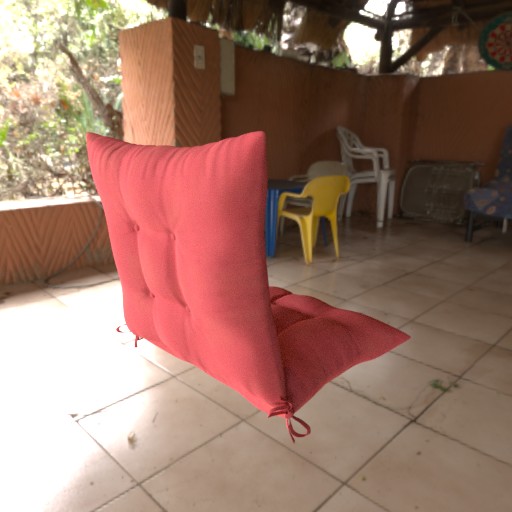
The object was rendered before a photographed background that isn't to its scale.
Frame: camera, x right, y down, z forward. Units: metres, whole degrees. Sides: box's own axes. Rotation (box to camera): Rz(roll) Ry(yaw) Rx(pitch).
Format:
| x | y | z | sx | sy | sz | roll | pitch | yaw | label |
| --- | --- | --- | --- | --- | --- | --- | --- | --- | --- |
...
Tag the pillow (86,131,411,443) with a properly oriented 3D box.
| x | y | z | sx | sy | sz | roll | pitch | yaw | label |
| --- | --- | --- | --- | --- | --- | --- | --- | --- | --- |
| 0.000 | 0.000 | 0.995 | 0.541 | 0.536 | 0.585 | 14 | 20 | 42 | pillow |
